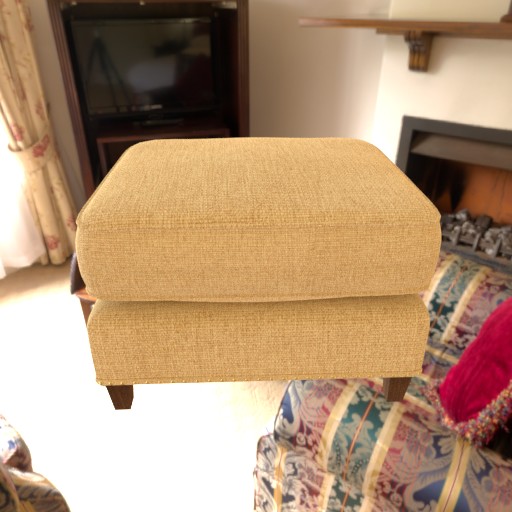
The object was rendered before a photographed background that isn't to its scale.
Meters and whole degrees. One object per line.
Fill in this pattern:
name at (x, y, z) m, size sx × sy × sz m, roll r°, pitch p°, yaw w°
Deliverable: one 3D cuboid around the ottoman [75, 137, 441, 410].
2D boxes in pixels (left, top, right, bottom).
ottoman at (0.000, 0.000, 1.150) m, size 0.738 × 0.537 × 0.589 m, roll -1°, pitch 30°, yaw -2°
